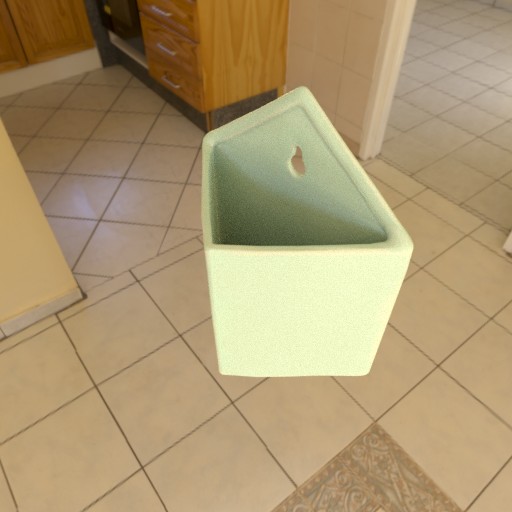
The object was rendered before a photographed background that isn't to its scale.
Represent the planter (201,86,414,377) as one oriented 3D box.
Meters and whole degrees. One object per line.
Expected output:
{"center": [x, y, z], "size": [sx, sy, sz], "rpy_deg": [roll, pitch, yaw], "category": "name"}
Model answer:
{"center": [0.000, 0.000, 0.282], "size": [0.164, 0.197, 0.079], "rpy_deg": [34, 55, 28], "category": "planter"}
